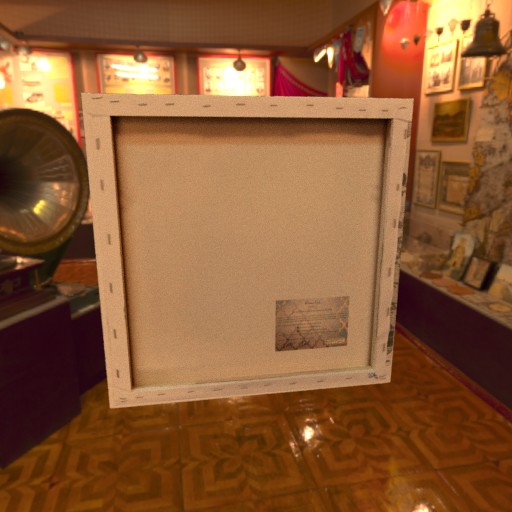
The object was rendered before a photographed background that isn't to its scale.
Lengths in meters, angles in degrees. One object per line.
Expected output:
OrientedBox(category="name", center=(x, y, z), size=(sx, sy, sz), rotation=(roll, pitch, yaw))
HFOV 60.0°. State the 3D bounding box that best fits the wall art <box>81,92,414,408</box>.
OrientedBox(category="wall art", center=(0.000, 0.000, 0.892), size=(0.609, 0.607, 0.036), rotation=(-2, 15, -9))
